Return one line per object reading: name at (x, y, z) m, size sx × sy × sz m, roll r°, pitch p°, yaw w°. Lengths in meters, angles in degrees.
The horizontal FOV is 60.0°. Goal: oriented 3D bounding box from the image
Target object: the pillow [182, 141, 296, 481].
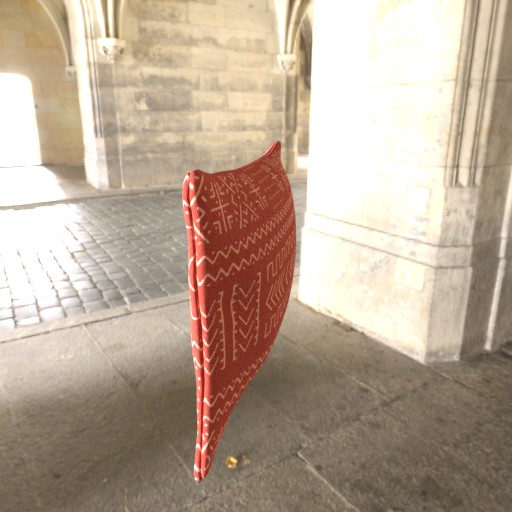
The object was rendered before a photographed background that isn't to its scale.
pillow at (0.000, 0.000, 0.753) m, size 0.130 × 0.352 × 0.640 m, roll 3°, pitch 17°, yaw 10°
